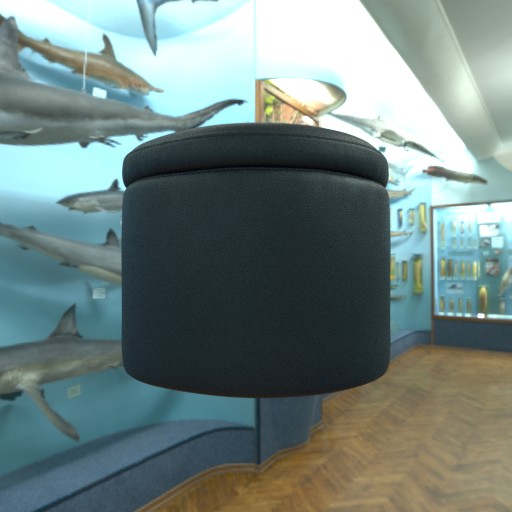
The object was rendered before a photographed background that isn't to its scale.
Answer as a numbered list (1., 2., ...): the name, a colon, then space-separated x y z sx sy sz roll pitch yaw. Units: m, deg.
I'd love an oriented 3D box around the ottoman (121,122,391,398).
1. ottoman: 0.000 0.000 0.864 0.501 0.409 0.501 0 -1 0
